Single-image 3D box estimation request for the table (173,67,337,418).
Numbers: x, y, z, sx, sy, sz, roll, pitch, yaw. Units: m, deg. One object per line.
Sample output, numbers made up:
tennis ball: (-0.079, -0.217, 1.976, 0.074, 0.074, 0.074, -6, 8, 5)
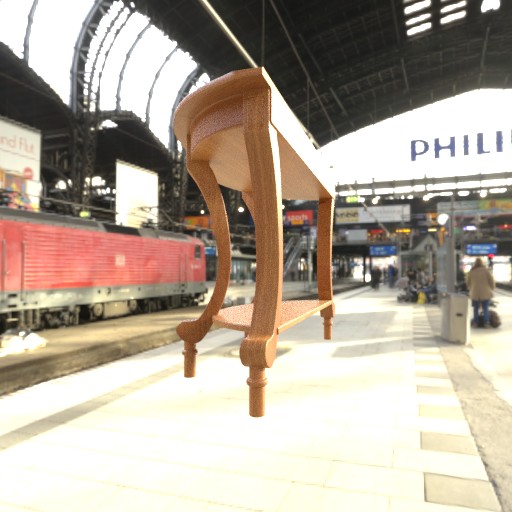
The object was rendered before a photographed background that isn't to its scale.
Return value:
table: (0.000, 0.000, 1.473, 0.394, 0.692, 1.198, -1, -2, 17)
